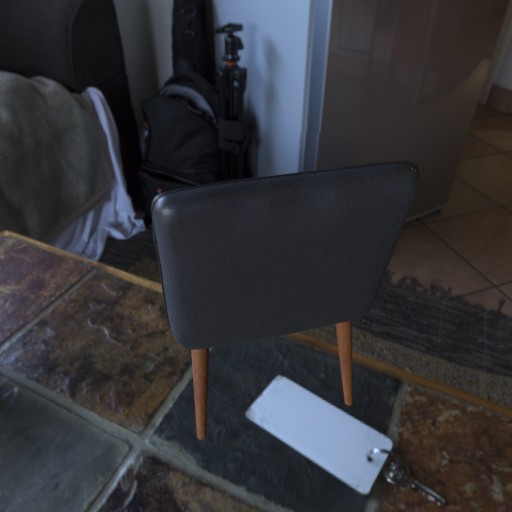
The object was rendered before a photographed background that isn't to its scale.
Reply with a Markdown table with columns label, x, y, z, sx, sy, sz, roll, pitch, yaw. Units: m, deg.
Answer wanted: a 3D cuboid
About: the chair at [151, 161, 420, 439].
| label | x | y | z | sx | sy | sz | roll | pitch | yaw |
| --- | --- | --- | --- | --- | --- | --- | --- | --- | --- |
| chair | 0.000 | 0.000 | 1.213 | 0.543 | 0.801 | 0.645 | -12 | 42 | -14 |
